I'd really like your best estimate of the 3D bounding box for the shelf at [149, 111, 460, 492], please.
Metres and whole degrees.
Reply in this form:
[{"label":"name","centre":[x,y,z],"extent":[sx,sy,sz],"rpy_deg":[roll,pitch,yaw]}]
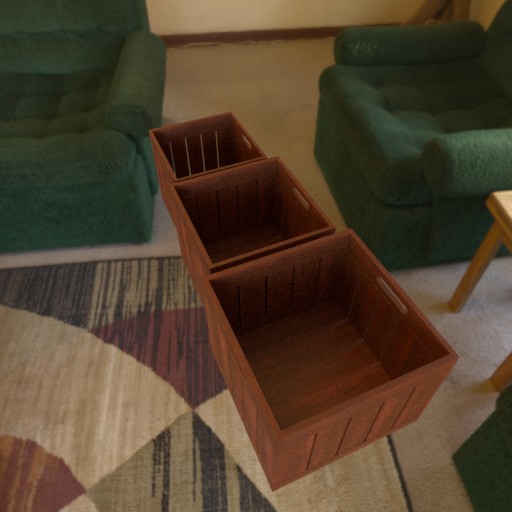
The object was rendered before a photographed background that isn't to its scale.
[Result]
[{"label":"shelf","centre":[0.000,0.000,1.248],"extent":[0.393,0.311,1.064],"rpy_deg":[-18,50,-16]}]
